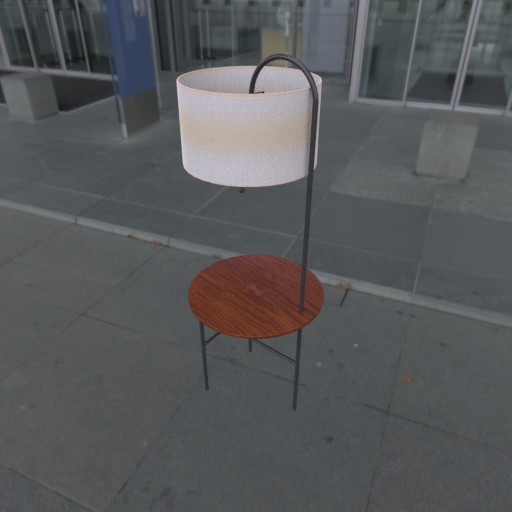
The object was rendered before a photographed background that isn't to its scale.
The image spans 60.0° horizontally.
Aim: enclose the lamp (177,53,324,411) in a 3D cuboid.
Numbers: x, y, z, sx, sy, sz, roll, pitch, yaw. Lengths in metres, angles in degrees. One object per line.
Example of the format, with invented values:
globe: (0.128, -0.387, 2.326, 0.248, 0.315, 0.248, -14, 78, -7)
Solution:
lamp: (0.000, 0.000, 1.791, 0.573, 1.517, 0.573, 0, 32, 0)
